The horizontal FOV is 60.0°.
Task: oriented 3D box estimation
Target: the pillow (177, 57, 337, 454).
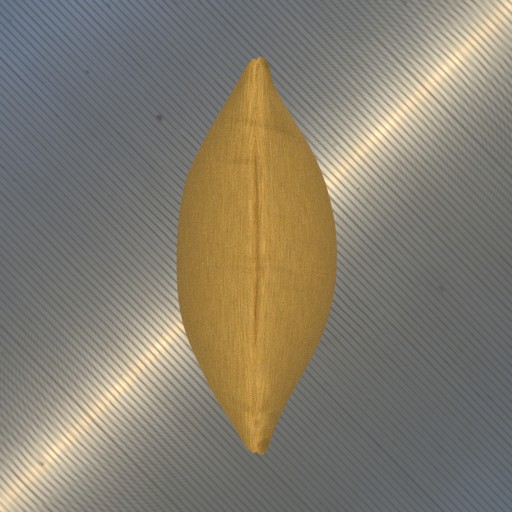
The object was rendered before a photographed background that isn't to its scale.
[{"bbox_3d":[0.000,0.000,0.678,0.247,0.417,0.435,0,89,0],"label":"pillow"}]
